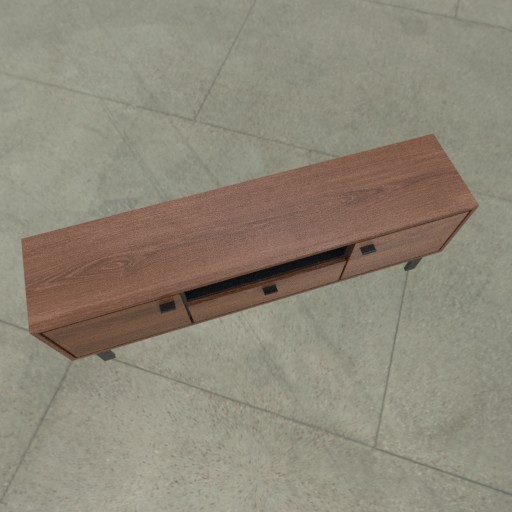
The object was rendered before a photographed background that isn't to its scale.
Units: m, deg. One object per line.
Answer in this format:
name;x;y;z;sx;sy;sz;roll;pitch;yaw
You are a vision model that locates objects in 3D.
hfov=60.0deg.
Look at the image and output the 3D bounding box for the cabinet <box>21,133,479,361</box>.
cabinet;0.000;0.000;1.846;1.650;0.500;0.400;-16;64;-8
